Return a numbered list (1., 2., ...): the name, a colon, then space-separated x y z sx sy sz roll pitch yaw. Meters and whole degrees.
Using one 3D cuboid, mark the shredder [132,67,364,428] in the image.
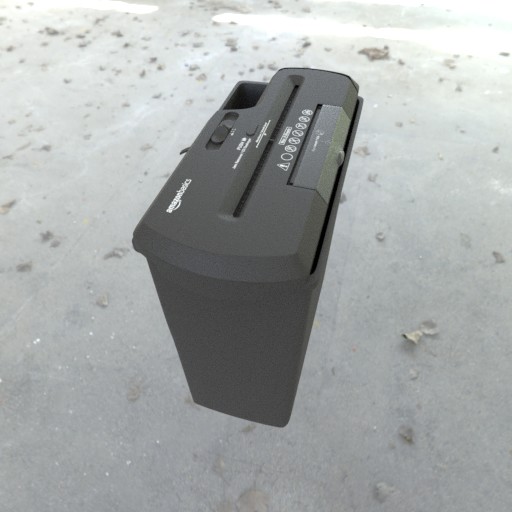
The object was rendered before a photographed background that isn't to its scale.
1. shredder: 0.000 0.000 0.519 0.170 0.335 0.320 12 48 11
